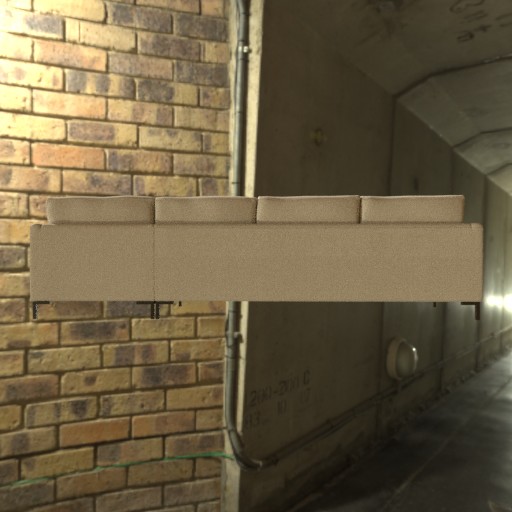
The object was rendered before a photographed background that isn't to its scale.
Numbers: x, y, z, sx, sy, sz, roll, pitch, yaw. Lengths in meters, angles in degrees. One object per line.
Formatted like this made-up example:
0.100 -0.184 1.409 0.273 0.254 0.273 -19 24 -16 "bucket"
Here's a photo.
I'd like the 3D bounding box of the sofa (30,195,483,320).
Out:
0.000 0.000 2.893 2.445 0.677 1.126 0 0 1 "sofa"
